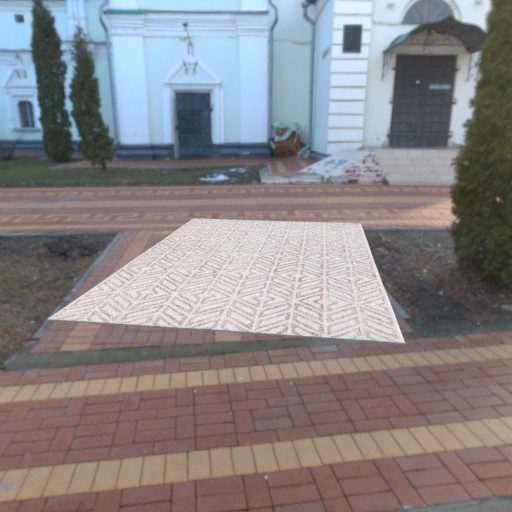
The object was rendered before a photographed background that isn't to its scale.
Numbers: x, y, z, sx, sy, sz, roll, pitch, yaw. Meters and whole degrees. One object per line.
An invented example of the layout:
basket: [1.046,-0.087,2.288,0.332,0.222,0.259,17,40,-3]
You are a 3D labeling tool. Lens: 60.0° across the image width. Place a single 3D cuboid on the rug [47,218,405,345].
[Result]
rug: [0.000,0.000,2.342,1.220,0.007,1.828,2,16,8]
